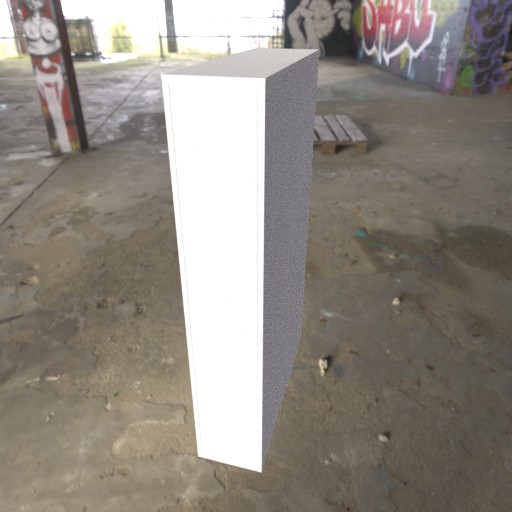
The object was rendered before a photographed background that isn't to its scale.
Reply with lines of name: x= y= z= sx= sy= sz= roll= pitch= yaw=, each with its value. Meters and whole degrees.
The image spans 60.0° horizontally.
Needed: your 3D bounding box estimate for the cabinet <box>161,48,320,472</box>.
cabinet: x=0.000 y=0.000 z=1.569 sx=0.250 sy=1.280 sz=0.750 roll=8 pitch=30 yaw=14
